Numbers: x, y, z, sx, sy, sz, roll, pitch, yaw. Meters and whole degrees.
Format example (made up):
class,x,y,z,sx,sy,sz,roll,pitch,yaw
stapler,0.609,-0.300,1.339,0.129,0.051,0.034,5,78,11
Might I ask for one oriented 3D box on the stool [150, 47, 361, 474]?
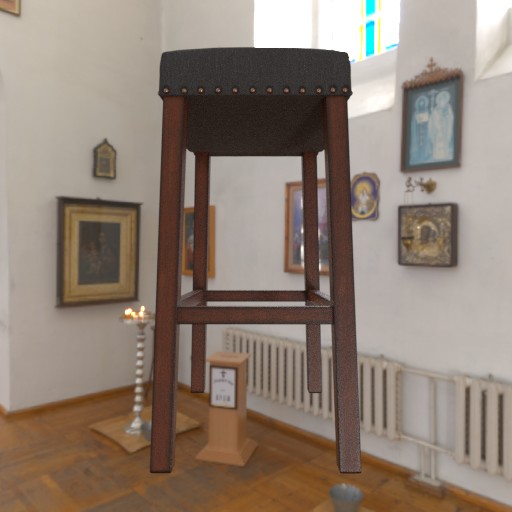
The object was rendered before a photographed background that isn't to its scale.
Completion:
class,x,y,z,sx,sy,sz,roll,pitch,yaw
stool,0.000,0.000,1.021,0.366,0.760,0.502,0,-1,0
